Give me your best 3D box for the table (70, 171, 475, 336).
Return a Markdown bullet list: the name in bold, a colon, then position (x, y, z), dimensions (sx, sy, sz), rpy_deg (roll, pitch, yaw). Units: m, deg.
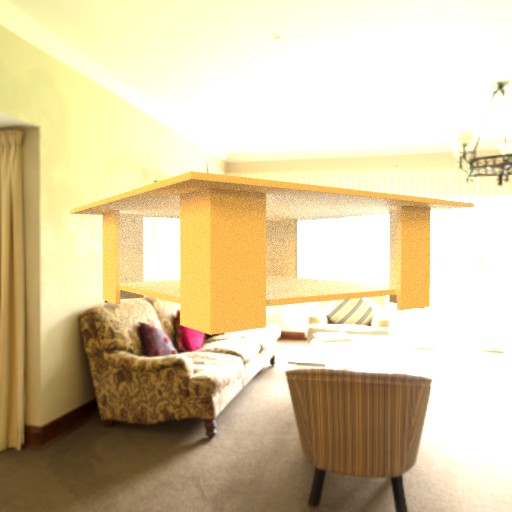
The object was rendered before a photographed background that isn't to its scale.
- **table**: position (0.000, 0.000, 1.367), dimensions (0.890, 0.305, 0.890), rpy_deg (-1, 1, -35)
